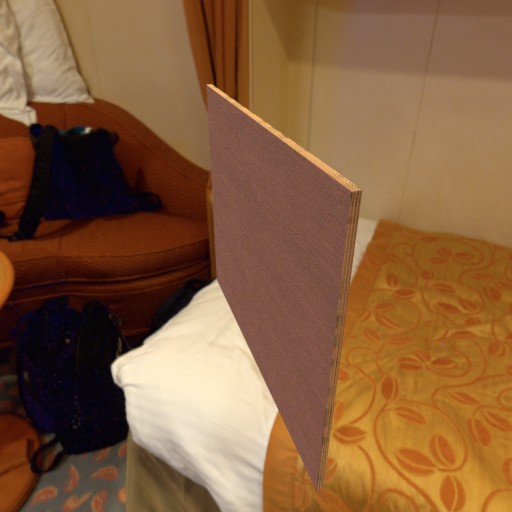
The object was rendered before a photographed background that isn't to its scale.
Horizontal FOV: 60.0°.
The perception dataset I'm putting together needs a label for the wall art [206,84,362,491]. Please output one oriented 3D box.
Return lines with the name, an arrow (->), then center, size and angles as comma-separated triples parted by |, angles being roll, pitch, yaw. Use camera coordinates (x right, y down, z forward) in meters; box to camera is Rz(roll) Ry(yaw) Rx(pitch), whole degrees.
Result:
wall art -> 0.000, 0.000, 0.668 | 0.010, 0.408, 0.508 | -10, 32, -16
